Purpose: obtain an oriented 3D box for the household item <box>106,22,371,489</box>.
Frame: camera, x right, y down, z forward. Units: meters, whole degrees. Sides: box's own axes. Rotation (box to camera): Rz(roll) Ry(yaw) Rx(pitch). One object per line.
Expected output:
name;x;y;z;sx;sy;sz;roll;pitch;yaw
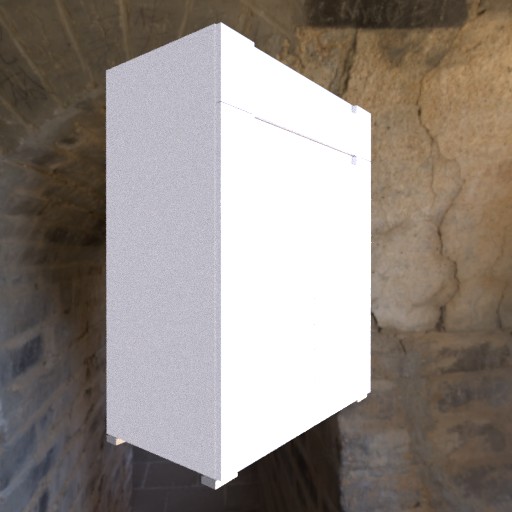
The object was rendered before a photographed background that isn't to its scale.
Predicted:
household item;0.000;0.000;1.391;0.420;1.010;0.790;0;0;38
